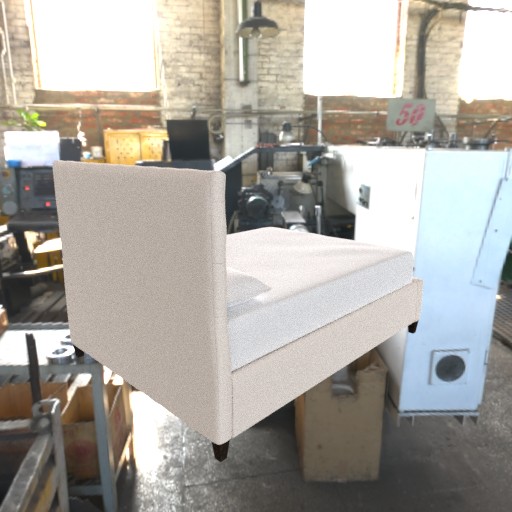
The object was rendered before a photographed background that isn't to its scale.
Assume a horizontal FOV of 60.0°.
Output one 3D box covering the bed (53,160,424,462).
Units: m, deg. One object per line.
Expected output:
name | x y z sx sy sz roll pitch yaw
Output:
bed | 0.000 0.000 3.333 1.696 1.426 2.233 14 20 43
